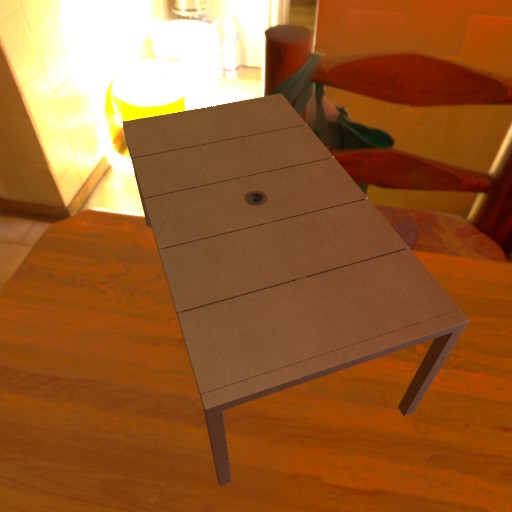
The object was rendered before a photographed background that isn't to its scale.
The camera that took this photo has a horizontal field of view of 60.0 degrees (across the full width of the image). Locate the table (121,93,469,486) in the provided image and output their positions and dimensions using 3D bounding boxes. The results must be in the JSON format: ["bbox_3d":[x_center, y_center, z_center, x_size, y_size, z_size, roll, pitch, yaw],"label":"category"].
[{"bbox_3d":[0.000,0.000,2.178,0.914,0.735,1.680,-15,49,-13],"label":"table"}]
